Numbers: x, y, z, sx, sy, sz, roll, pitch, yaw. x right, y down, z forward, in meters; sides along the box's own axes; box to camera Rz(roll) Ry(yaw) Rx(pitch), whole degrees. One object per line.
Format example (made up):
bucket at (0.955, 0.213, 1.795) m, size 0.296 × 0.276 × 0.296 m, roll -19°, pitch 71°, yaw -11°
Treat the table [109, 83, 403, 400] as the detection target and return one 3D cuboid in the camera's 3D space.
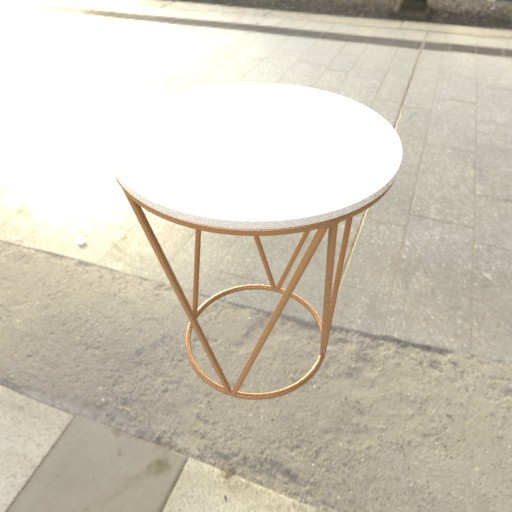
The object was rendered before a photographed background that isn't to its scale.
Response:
table at (0.000, 0.000, 0.963) m, size 0.500 × 0.564 × 0.500 m, roll 0°, pitch 42°, yaw 0°
